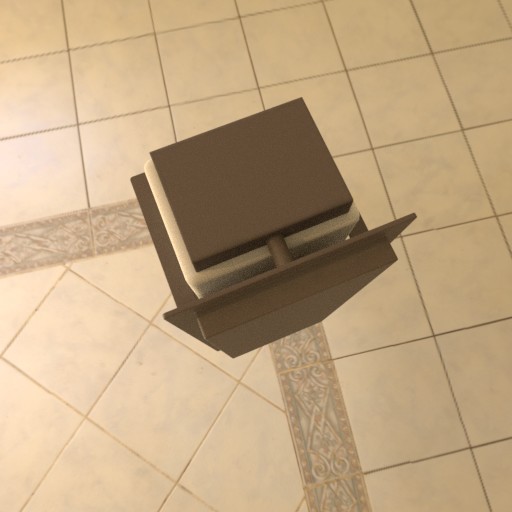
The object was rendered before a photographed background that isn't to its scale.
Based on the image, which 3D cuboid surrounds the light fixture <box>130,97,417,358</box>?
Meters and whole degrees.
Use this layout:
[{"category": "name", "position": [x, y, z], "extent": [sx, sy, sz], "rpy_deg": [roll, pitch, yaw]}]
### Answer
[{"category": "light fixture", "position": [0.000, 0.000, 0.424], "extent": [0.153, 0.347, 0.146], "rpy_deg": [-22, 76, -6]}]
